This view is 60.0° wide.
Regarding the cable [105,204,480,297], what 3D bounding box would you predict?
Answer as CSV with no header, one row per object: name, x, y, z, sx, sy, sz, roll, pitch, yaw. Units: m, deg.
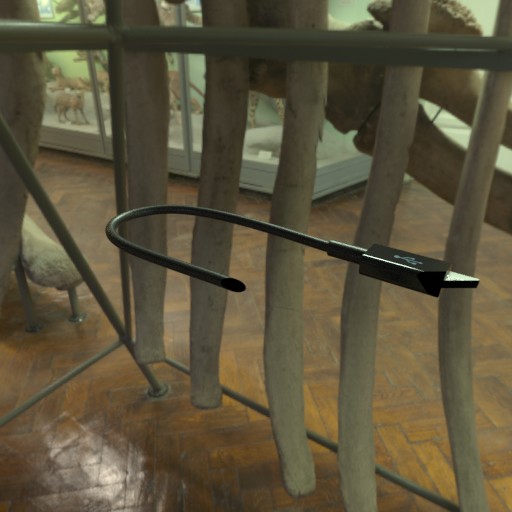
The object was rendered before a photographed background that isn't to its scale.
cable,0.000,0.000,0.113,0.098,0.006,0.040,18,32,31
